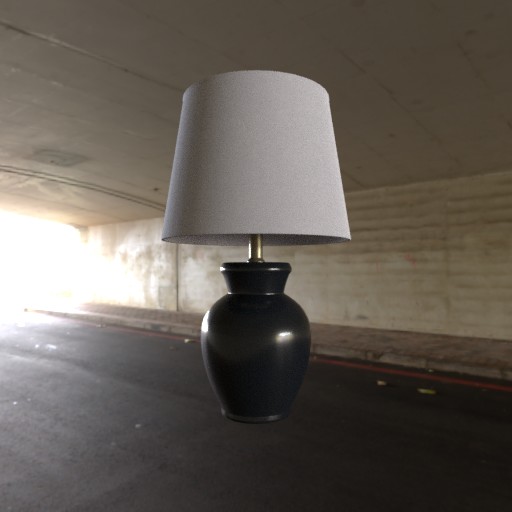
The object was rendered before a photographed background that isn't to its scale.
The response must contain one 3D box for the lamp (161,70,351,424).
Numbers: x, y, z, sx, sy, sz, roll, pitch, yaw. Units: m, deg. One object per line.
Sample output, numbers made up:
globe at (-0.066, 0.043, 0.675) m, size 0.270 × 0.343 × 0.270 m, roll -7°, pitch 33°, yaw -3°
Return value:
lamp at (0.000, 0.000, 0.571) m, size 0.239 × 0.399 × 0.239 m, roll 0°, pitch -2°, yaw 0°
